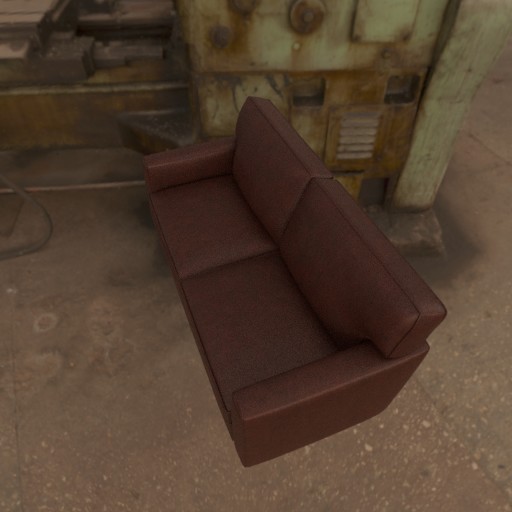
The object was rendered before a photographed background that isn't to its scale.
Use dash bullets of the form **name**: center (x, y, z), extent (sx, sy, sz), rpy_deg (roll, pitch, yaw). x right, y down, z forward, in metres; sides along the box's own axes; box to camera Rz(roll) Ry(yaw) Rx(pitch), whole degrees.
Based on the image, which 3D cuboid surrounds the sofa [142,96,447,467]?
- **sofa**: center (0.000, 0.000, 2.426), extent (0.912, 0.928, 1.876), rpy_deg (-16, 49, -15)
